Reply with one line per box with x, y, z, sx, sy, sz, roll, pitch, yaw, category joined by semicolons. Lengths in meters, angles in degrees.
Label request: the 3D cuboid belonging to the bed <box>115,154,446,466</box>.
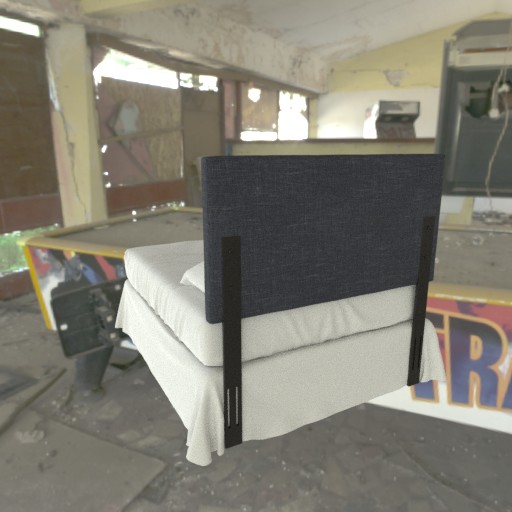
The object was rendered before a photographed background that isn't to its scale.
0.000;0.000;3.470;1.936;1.577;2.222;-7;16;-27;bed
